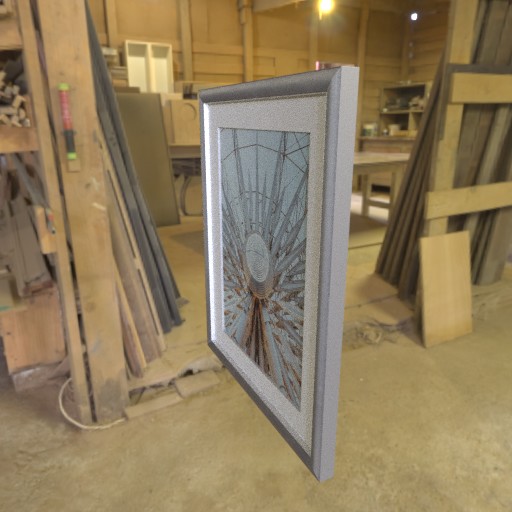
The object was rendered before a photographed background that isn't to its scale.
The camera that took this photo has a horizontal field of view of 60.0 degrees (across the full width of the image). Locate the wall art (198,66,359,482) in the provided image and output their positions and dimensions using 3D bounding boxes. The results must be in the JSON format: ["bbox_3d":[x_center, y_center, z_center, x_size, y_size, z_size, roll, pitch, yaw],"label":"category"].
[{"bbox_3d":[0.000,0.000,0.760,0.029,0.558,0.458,-8,19,-25],"label":"wall art"}]
